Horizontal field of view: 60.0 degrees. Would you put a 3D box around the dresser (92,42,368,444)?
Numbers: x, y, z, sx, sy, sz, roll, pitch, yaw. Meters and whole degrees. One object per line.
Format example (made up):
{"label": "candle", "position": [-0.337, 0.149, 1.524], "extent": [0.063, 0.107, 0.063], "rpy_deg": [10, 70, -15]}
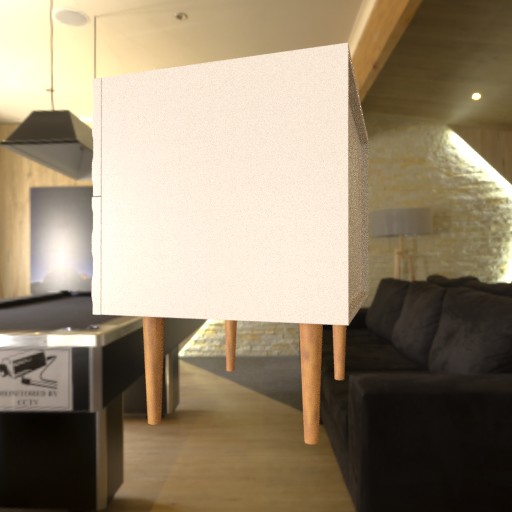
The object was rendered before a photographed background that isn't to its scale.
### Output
{"label": "dresser", "position": [0.000, 0.000, 0.893], "extent": [0.414, 0.568, 0.503], "rpy_deg": [0, 0, 17]}
